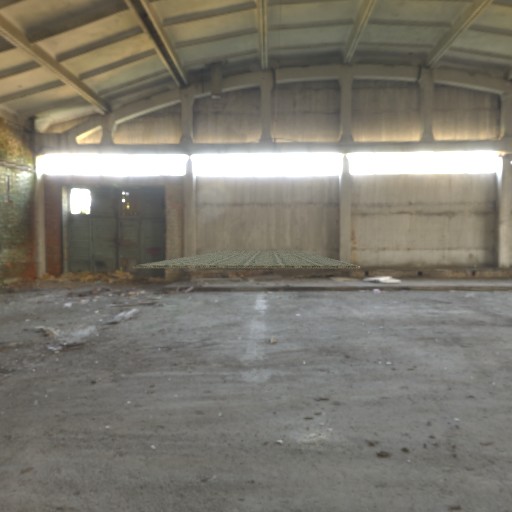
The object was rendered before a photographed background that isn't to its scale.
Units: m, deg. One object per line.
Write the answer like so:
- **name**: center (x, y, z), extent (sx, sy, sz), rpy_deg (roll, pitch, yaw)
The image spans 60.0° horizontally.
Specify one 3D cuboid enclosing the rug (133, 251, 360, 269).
- **rug**: center (0.000, 0.000, 2.670), extent (0.750, 0.009, 2.435), rpy_deg (0, 2, 2)
